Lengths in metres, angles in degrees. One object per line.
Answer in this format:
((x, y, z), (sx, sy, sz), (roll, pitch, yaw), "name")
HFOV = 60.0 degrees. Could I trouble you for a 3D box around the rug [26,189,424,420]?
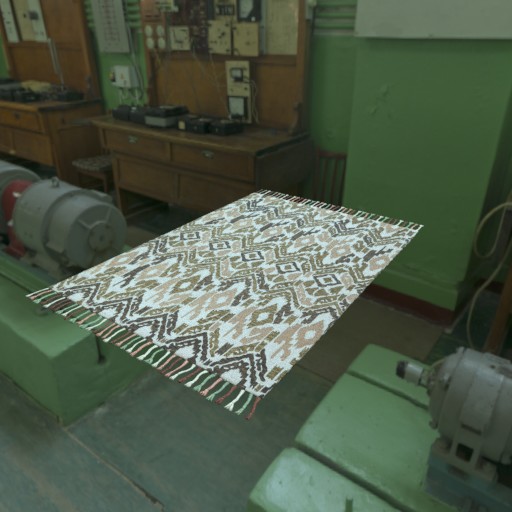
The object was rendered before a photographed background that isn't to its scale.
((0.000, 0.000, 2.306), (1.219, 0.008, 1.829), (18, 32, 31), "rug")
